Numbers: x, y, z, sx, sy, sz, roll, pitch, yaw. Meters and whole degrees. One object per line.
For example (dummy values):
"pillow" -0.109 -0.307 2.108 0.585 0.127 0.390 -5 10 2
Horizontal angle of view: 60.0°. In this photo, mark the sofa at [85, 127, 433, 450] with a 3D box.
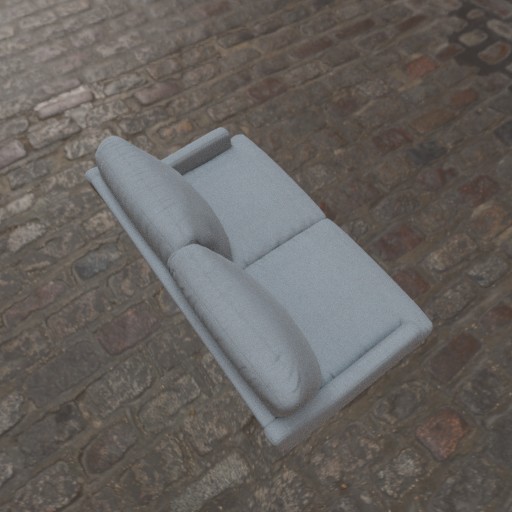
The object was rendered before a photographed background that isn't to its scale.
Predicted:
"sofa" 0.000 0.000 2.220 0.987 0.921 1.589 -32 64 -18
